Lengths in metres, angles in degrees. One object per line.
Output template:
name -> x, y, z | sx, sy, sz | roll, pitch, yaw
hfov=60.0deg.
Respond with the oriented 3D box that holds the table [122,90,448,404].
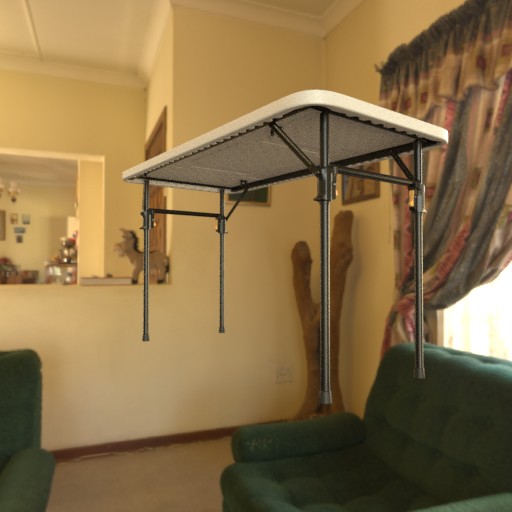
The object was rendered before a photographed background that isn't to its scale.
table -> 0.000, 0.000, 1.628 | 0.610, 0.729, 1.219 | 1, -1, -37
